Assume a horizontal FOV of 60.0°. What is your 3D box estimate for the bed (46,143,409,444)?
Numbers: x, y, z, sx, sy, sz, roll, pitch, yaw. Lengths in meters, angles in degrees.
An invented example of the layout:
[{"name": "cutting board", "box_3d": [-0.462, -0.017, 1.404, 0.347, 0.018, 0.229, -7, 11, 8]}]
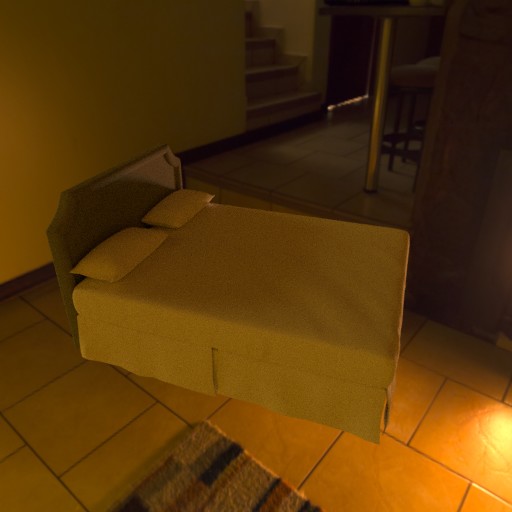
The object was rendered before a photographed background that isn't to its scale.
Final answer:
[{"name": "bed", "box_3d": [0.000, 0.000, 3.661, 2.464, 1.306, 1.977, 10, 31, 17]}]
